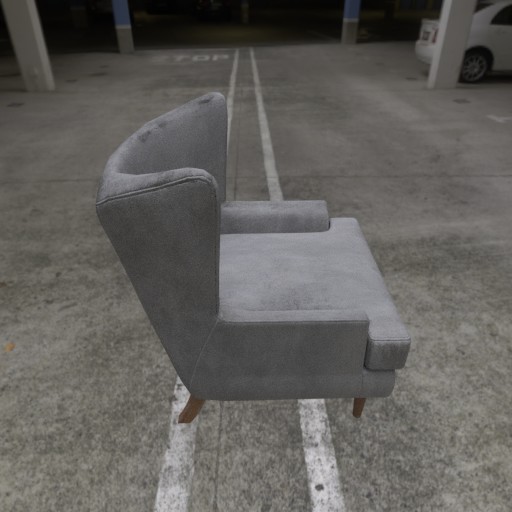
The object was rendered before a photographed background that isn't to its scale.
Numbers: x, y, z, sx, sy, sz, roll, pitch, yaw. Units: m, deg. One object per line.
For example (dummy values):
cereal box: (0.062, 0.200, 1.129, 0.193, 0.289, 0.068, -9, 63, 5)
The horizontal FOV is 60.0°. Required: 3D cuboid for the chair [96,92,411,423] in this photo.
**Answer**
chair: (0.000, 0.000, 1.572, 0.906, 0.950, 0.784, -1, 33, -1)
